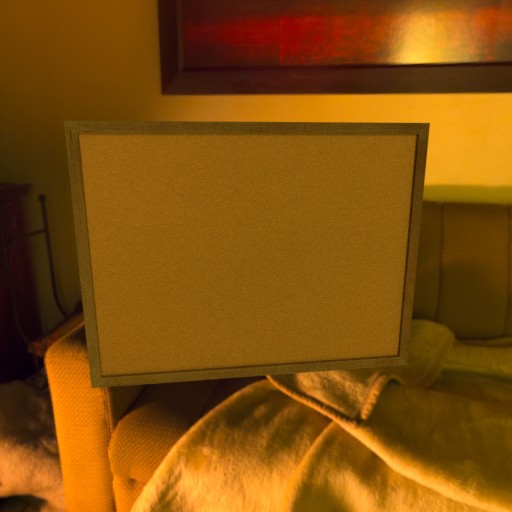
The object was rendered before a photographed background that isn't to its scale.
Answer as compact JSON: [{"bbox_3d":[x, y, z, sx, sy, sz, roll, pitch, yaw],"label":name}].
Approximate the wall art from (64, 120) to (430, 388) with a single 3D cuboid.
[{"bbox_3d":[0.000,0.000,1.745,1.320,1.009,0.070,-2,15,-8],"label":"wall art"}]
